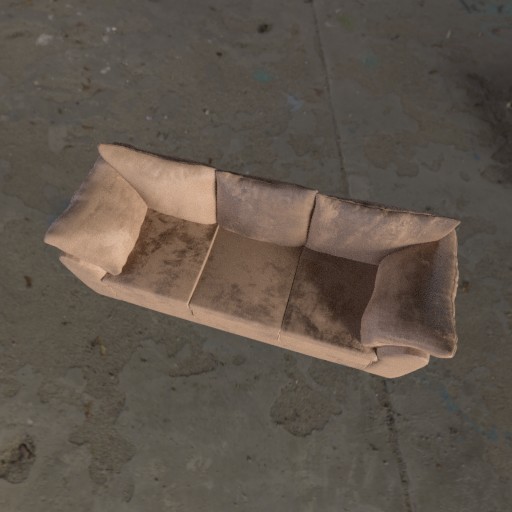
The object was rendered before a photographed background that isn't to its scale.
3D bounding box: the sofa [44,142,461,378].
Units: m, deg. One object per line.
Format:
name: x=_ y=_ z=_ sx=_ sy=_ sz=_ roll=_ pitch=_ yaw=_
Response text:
sofa: x=0.000 y=0.000 z=2.852 sx=2.377 sy=0.981 sz=0.893 roll=15 pitch=62 yaw=8
